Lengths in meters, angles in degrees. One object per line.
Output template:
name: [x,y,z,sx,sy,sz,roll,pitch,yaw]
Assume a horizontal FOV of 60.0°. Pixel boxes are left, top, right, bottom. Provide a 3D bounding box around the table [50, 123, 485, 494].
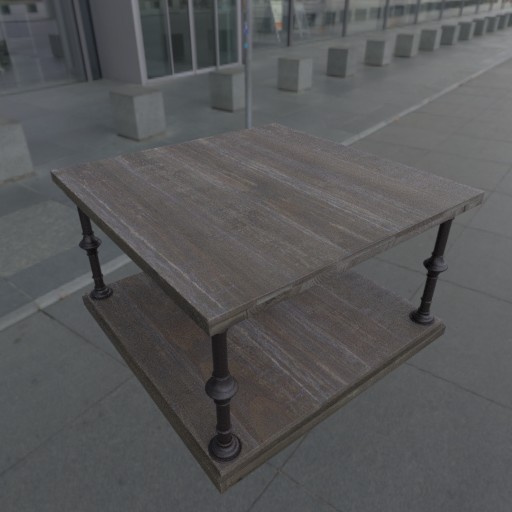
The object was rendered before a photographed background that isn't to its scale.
table: [0.000,0.000,1.101,0.696,0.400,0.696,-22,38,-31]
